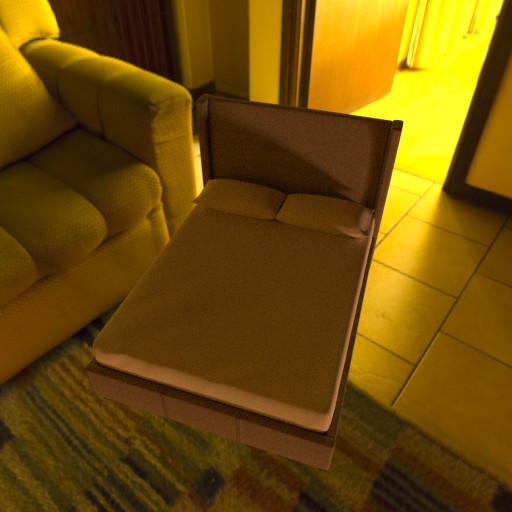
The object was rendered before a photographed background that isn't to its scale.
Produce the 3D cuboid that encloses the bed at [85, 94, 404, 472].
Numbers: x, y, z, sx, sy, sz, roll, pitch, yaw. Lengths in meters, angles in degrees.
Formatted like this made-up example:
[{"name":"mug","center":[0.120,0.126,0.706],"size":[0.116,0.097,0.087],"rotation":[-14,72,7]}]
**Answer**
[{"name":"bed","center":[0.000,0.000,3.372],"size":[1.714,1.481,2.245],"rotation":[12,43,14]}]
